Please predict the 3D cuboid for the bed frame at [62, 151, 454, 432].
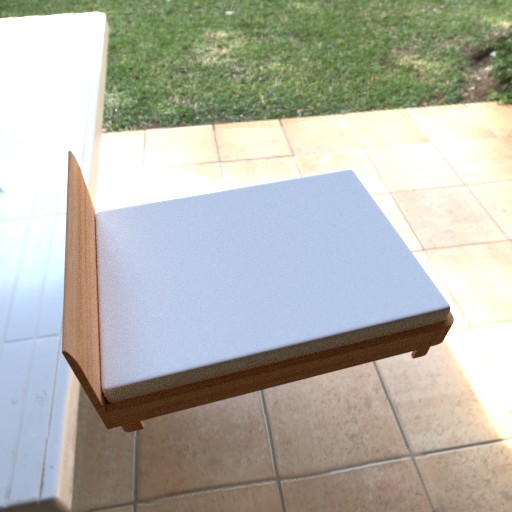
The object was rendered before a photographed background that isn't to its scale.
[{"bbox_3d":[0.000,0.000,2.756,1.992,0.940,1.472,-11,47,-11],"label":"bed frame"}]
